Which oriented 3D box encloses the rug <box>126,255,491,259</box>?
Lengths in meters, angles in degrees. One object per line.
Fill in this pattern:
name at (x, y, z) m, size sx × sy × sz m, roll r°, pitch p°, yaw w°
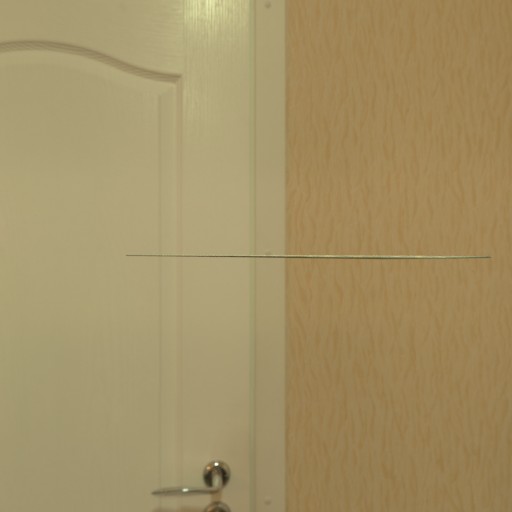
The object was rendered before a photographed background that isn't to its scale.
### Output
rug at (0.000, 0.000, 2.498) m, size 0.684 × 0.009 × 2.275 m, roll 0°, pitch 0°, yaw -36°
